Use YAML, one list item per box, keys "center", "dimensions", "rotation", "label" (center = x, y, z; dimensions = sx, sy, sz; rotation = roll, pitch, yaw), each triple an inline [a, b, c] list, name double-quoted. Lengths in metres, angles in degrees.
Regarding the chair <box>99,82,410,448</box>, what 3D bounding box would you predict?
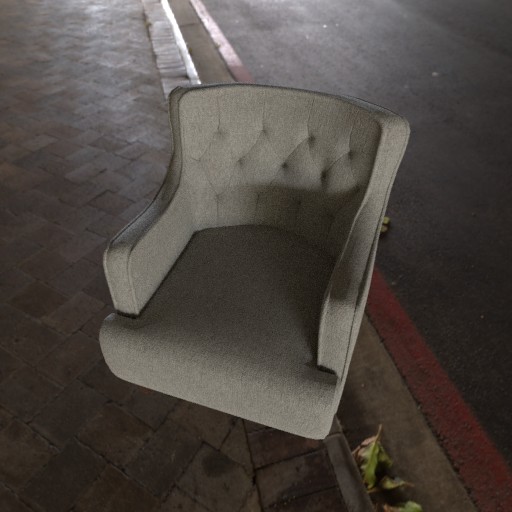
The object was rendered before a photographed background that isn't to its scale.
- center: [0.000, 0.000, 1.547]
  dimensions: [0.820, 0.920, 0.910]
  rotation: [13, 44, 14]
  label: "chair"
